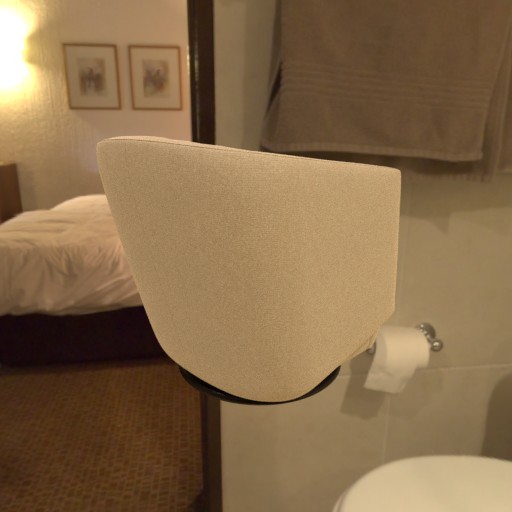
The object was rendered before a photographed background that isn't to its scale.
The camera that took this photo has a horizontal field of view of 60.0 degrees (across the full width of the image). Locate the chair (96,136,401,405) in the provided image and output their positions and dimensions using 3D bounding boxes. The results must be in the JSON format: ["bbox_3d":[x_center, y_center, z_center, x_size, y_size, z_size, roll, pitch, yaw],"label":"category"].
[{"bbox_3d":[0.000,0.000,1.630,0.986,0.861,0.822,-15,22,-43],"label":"chair"}]
